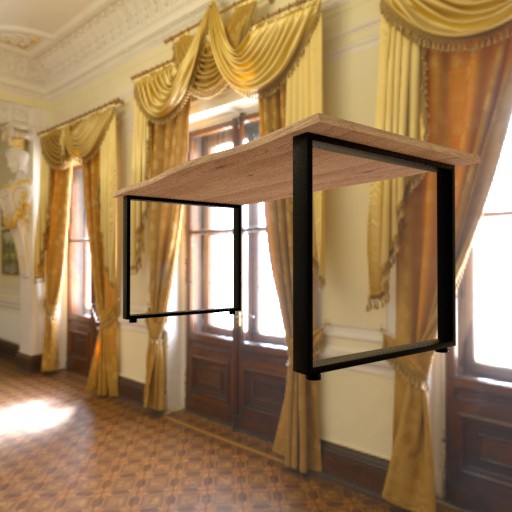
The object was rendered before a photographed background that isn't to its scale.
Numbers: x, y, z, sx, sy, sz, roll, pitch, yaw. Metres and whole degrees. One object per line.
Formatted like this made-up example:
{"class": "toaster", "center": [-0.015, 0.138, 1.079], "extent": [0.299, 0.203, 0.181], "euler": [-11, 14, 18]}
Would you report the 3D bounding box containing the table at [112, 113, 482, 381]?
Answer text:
{"class": "table", "center": [0.000, 0.000, 2.209], "extent": [0.900, 0.780, 1.800], "euler": [0, -1, -36]}
